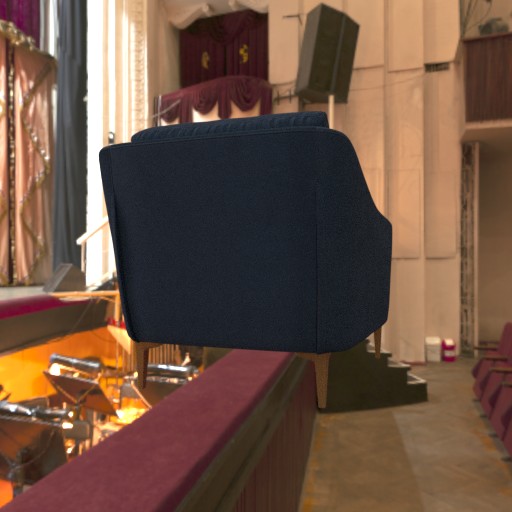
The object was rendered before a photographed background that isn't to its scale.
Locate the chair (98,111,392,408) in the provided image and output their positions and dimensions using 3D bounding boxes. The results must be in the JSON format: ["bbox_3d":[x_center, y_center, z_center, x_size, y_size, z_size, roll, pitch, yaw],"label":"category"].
[{"bbox_3d":[0.000,0.000,1.702,0.987,0.899,0.961,0,0,18],"label":"chair"}]
